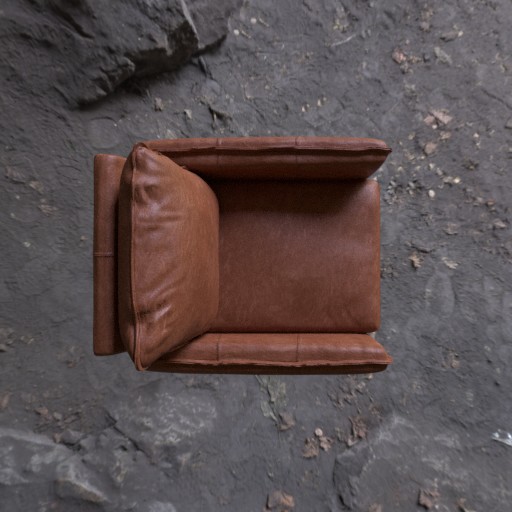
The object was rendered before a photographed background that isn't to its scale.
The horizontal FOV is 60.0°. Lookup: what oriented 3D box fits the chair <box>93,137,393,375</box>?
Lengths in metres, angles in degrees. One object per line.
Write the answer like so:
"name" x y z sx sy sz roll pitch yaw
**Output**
"chair" 0.000 0.000 1.593 0.922 0.922 0.830 0 89 0
